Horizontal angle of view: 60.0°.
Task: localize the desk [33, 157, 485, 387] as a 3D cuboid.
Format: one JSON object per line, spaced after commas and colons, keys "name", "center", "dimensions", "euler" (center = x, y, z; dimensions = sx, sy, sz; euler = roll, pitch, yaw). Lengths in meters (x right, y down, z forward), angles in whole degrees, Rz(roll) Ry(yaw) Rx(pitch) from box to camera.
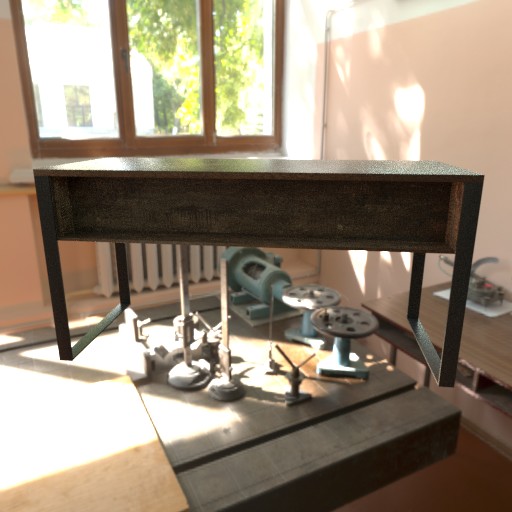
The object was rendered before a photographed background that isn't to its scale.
{"name": "desk", "center": [0.000, 0.000, 1.877], "dimensions": [1.524, 0.762, 0.599], "euler": [2, 17, 7]}
